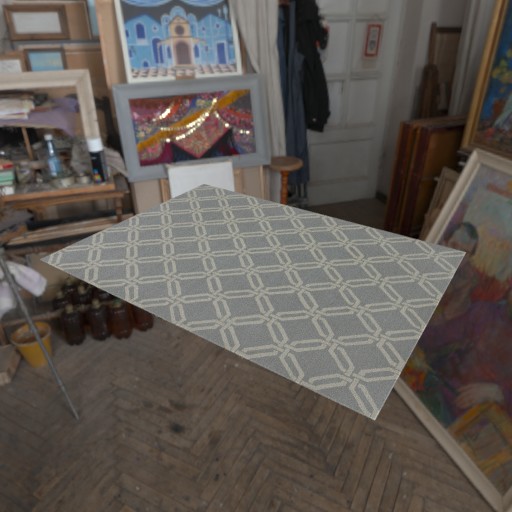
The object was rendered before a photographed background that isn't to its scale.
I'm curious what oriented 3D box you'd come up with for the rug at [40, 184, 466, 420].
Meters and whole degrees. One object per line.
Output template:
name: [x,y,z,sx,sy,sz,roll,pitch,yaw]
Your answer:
rug: [0.000,0.000,4.316,3.353,0.013,2.438,19,35,29]
